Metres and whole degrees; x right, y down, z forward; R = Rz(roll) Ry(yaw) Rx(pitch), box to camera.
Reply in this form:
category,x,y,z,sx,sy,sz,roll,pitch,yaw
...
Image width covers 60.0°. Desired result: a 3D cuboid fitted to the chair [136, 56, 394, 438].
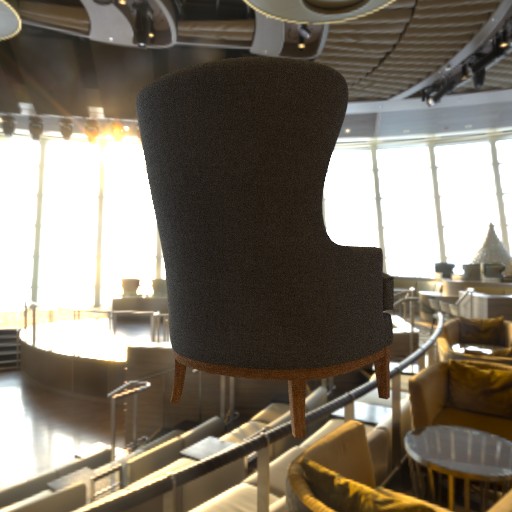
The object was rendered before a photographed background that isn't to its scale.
category,x,y,z,sx,sy,sz,roll,pitch,yaw
chair,0.000,0.000,1.745,0.864,1.176,0.883,0,0,36
